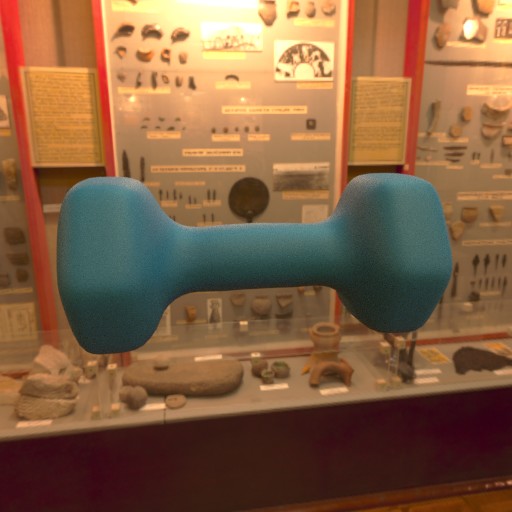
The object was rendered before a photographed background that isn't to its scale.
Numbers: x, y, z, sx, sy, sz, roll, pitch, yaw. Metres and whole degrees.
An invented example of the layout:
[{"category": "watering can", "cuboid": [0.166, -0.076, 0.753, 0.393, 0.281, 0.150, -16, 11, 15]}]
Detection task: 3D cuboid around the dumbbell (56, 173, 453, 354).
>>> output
[{"category": "dumbbell", "cuboid": [0.000, 0.000, 0.187, 0.152, 0.066, 0.074, -2, 15, -8]}]
